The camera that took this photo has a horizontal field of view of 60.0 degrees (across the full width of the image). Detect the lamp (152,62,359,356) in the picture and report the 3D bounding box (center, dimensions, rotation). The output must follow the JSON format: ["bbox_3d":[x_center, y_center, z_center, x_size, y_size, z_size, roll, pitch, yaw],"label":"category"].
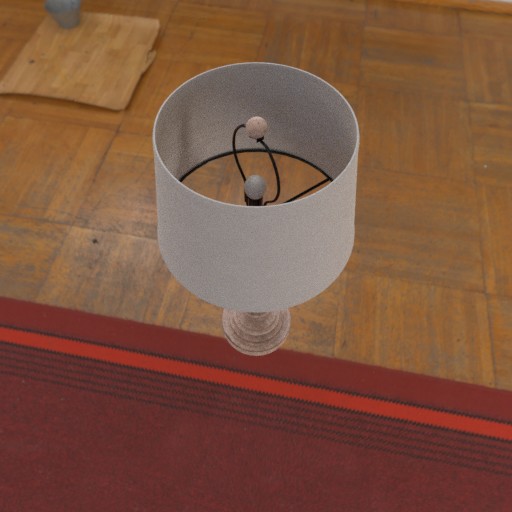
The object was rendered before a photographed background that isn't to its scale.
[{"bbox_3d":[0.000,0.000,0.865,0.340,0.678,0.340,0,59,0],"label":"lamp"}]
